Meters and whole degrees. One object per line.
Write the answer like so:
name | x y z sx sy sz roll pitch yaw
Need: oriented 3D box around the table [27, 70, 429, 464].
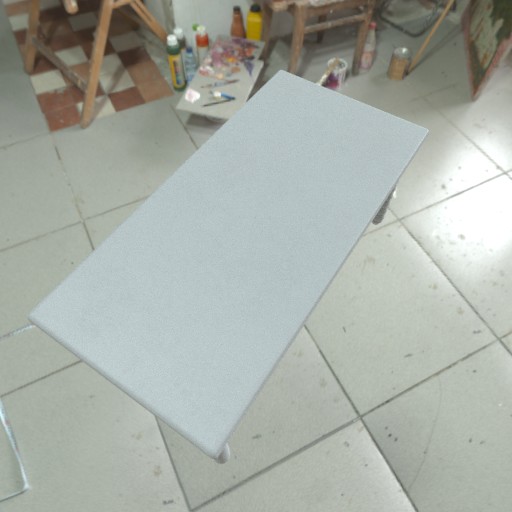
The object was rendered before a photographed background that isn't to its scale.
table | 0.000 0.000 1.458 0.580 0.487 1.171 30 62 17
